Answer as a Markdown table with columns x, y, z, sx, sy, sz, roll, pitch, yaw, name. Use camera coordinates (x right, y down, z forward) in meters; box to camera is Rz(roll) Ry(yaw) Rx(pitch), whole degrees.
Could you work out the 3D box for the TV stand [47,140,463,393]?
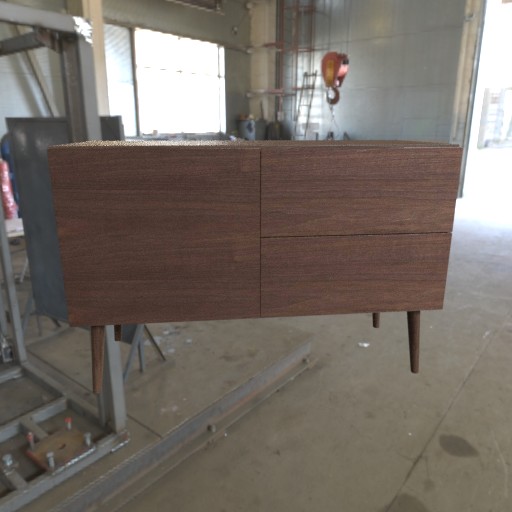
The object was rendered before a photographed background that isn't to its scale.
| x | y | z | sx | sy | sz | roll | pitch | yaw | name |
| --- | --- | --- | --- | --- | --- | --- | --- | --- | --- |
| 0.000 | 0.000 | 1.330 | 0.990 | 0.660 | 0.405 | -2 | 16 | -6 | TV stand |
